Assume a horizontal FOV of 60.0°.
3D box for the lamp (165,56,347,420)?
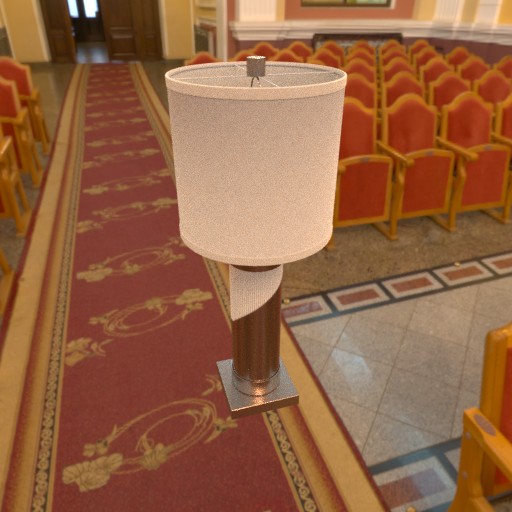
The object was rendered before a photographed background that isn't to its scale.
[{"bbox_3d":[0.000,0.000,0.619,0.202,0.509,0.202,-8,31,-14],"label":"lamp"}]
